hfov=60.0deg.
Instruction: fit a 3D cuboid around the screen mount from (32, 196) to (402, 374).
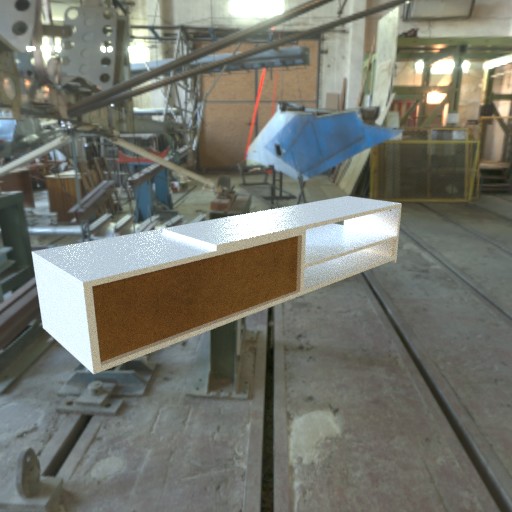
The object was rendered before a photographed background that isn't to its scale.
[{"bbox_3d":[0.000,0.000,1.938,1.680,0.320,0.420,-15,22,-41],"label":"screen mount"}]
